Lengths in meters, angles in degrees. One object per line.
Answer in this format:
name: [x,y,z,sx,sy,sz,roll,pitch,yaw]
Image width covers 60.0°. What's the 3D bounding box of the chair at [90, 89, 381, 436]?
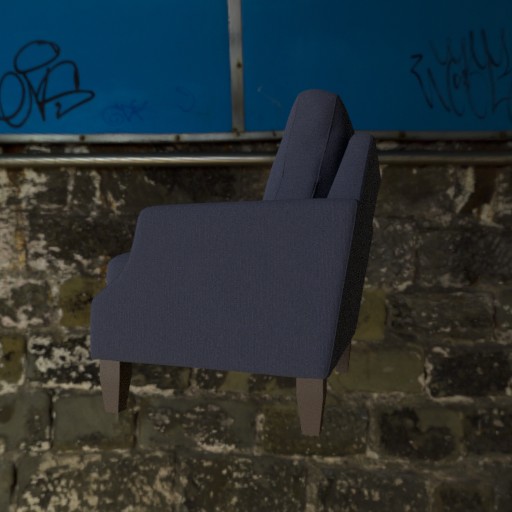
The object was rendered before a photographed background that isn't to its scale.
chair: [0.000,0.000,1.666,0.897,0.991,0.855,0,-1,17]
